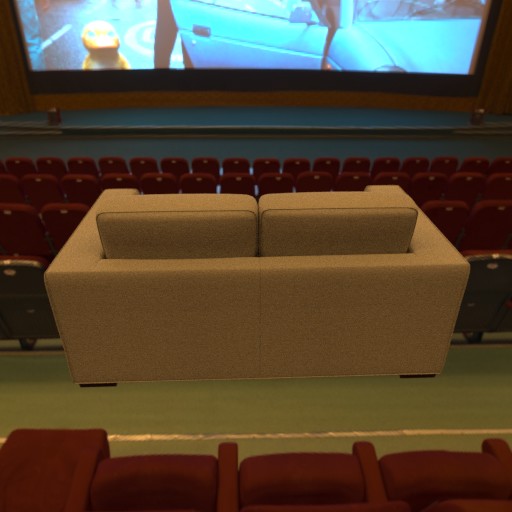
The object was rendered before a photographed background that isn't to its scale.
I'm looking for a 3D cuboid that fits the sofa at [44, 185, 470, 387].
[{"bbox_3d":[0.000,0.000,2.408,1.812,0.924,1.007,-1,29,-2],"label":"sofa"}]
